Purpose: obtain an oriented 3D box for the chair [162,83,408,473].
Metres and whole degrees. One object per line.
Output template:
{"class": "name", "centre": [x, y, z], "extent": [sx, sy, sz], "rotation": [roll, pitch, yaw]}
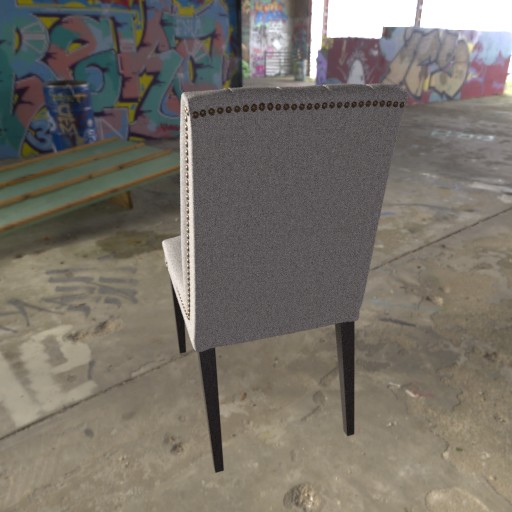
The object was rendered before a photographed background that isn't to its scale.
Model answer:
{"class": "chair", "centre": [0.000, 0.000, 1.352], "extent": [0.511, 1.016, 0.647], "rotation": [-8, 27, -16]}
